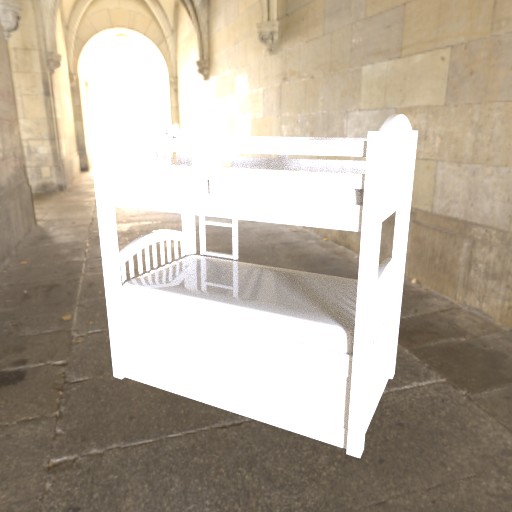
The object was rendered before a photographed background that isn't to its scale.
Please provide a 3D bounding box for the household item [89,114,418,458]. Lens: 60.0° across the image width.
[{"bbox_3d":[0.000,0.000,3.382,2.032,2.032,1.143,8,18,26],"label":"household item"}]
